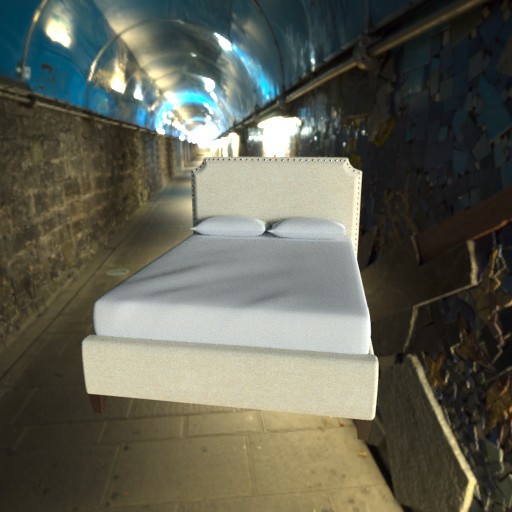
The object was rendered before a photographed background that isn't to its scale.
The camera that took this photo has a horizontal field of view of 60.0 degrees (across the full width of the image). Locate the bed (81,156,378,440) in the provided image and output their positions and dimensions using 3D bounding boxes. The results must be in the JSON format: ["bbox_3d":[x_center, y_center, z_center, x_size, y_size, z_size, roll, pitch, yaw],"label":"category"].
[{"bbox_3d":[0.000,0.000,3.497,1.713,1.457,2.381,2,15,9],"label":"bed"}]
